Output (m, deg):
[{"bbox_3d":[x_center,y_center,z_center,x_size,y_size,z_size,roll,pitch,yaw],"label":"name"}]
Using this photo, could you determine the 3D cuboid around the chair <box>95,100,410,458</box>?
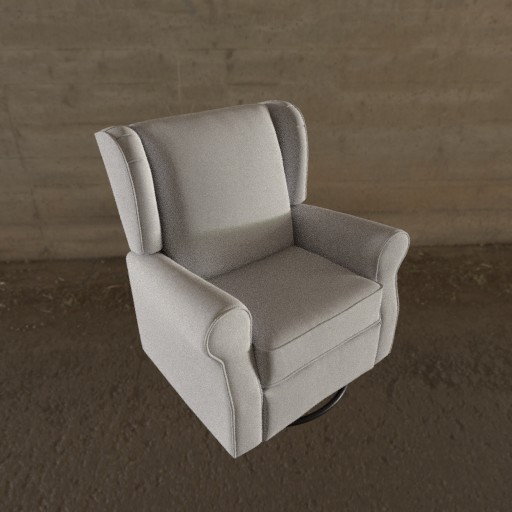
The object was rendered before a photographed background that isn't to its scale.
[{"bbox_3d":[0.000,0.000,1.691,0.906,0.967,0.854,-22,37,-32],"label":"chair"}]
